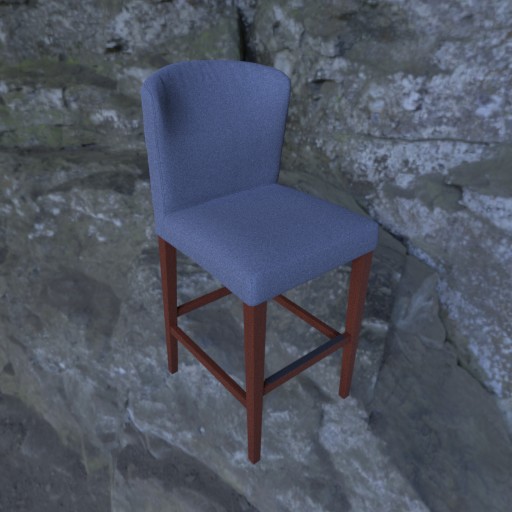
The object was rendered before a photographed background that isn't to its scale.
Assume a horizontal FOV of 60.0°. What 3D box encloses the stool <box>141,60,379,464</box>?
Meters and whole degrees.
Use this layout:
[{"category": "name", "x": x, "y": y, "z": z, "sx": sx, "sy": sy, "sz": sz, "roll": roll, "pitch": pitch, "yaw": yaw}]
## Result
[{"category": "stool", "x": 0.000, "y": 0.000, "z": 1.365, "sx": 0.481, "sy": 1.069, "sz": 0.568, "roll": -22, "pitch": 36, "yaw": -33}]
